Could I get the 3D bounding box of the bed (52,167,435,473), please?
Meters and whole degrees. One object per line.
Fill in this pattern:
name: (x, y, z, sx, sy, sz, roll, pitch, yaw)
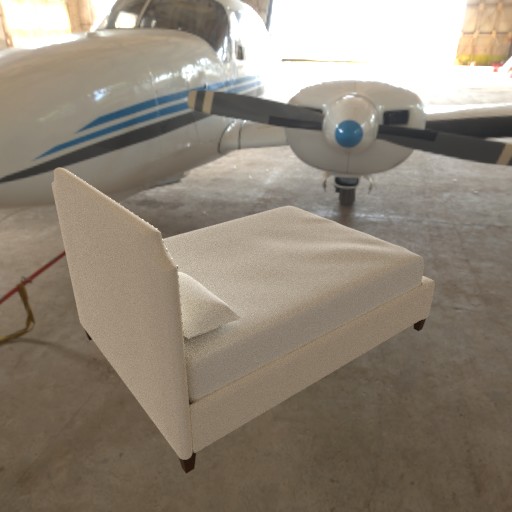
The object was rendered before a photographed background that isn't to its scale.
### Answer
bed: (0.000, 0.000, 3.382, 2.365, 1.443, 1.712, -19, 31, -34)
